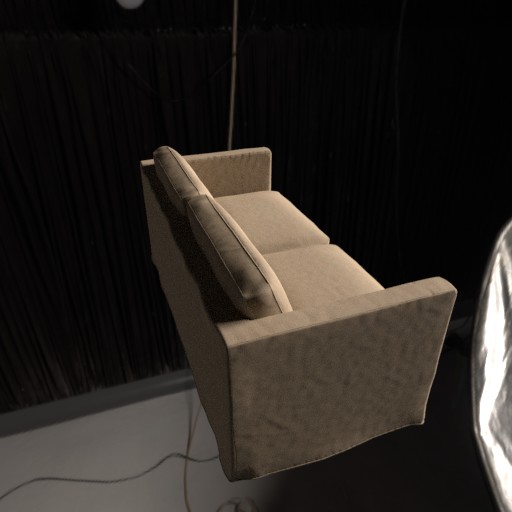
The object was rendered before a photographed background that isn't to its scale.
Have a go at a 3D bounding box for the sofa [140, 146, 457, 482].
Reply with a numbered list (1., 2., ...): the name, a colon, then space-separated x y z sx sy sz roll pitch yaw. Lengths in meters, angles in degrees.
1. sofa: 0.000 0.000 2.450 0.956 0.847 1.987 -11 32 -18
